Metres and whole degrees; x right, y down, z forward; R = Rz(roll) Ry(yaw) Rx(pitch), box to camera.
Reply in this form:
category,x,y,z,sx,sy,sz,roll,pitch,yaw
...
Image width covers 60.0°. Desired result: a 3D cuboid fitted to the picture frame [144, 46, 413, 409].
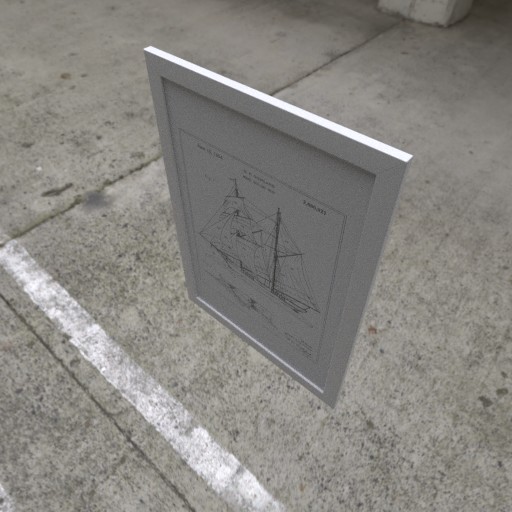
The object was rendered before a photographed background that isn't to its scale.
category,x,y,z,sx,sy,sz,roll,pitch,yaw
picture frame,0.000,0.000,0.690,0.381,0.534,0.012,33,55,27
